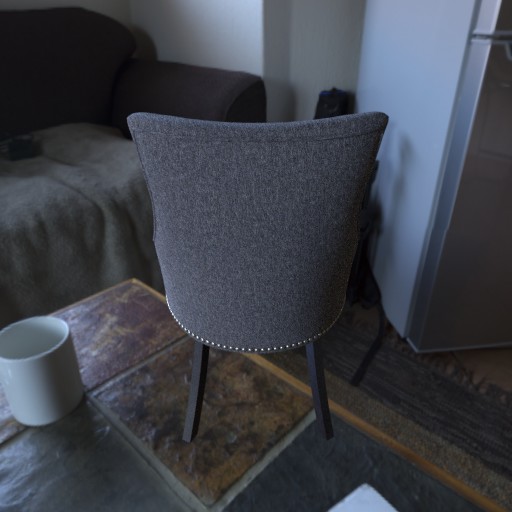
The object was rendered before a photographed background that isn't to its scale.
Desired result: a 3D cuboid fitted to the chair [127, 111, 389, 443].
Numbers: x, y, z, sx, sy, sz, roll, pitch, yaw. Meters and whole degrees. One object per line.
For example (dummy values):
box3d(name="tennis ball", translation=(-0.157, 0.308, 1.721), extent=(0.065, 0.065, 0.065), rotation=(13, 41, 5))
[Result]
box3d(name="chair", translation=(0.000, 0.000, 1.286), extent=(0.566, 0.909, 0.629), rotation=(-1, 30, -1))
